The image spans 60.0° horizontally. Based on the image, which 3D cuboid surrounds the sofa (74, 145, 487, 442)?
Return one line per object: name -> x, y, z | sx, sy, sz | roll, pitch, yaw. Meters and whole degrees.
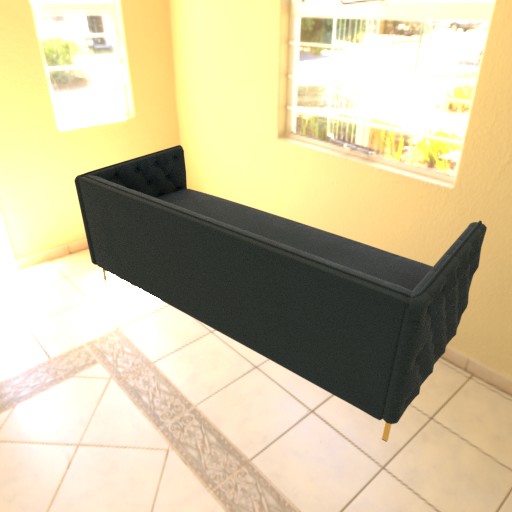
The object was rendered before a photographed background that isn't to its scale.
sofa -> 0.000, 0.000, 2.597 | 2.209, 0.771, 0.895 | 22, 36, 33
